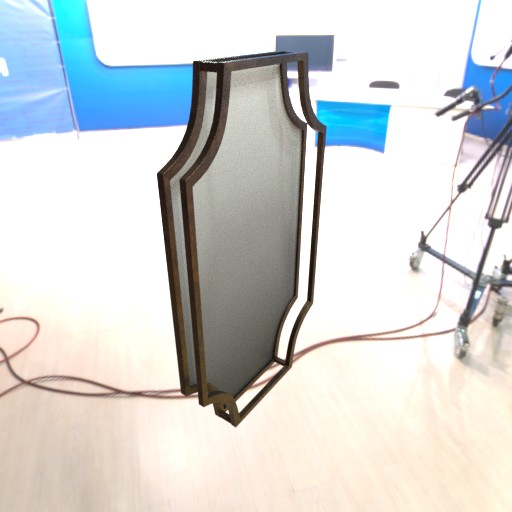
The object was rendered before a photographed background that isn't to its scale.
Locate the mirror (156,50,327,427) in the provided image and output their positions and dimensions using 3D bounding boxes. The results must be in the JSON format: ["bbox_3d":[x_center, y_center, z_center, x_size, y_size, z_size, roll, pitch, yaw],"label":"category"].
[{"bbox_3d":[0.000,0.000,0.982,0.066,0.811,0.462,19,34,31],"label":"mirror"}]
